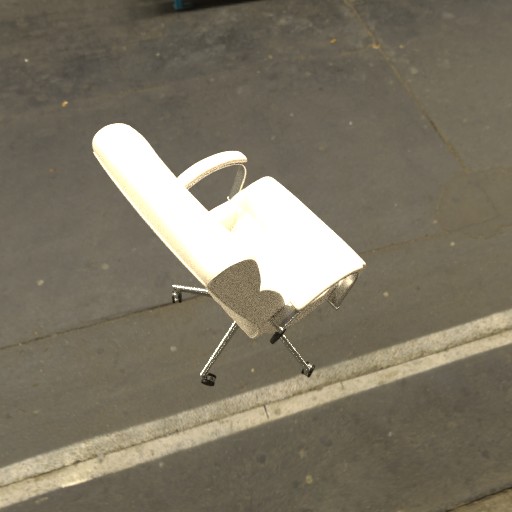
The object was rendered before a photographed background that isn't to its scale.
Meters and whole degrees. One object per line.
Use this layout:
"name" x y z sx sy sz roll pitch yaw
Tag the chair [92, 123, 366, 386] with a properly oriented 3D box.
"chair" 0.000 0.000 1.597 0.745 1.099 0.727 -34 64 -19
